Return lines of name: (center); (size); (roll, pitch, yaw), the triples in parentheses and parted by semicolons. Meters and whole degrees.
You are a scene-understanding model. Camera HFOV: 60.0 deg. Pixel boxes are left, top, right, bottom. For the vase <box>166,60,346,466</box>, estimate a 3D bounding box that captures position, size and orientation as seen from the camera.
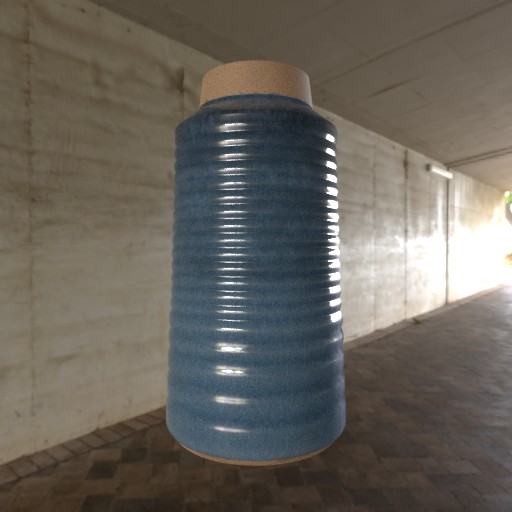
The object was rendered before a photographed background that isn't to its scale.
vase: (0.000, 0.000, 0.406); (0.163, 0.316, 0.163); (0, 2, 0)
